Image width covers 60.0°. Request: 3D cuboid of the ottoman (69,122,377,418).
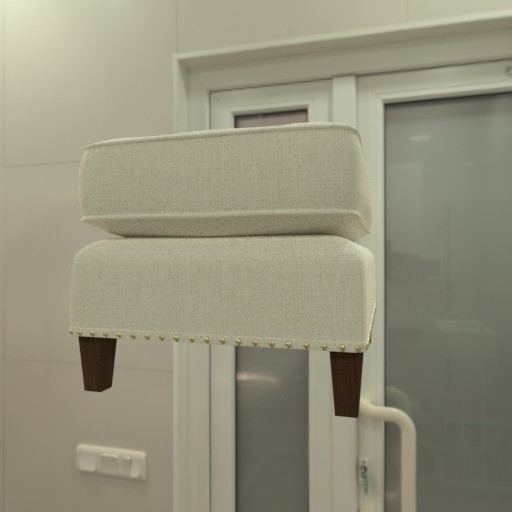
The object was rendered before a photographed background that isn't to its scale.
[{"bbox_3d":[0.000,0.000,1.141,0.589,0.537,0.738,0,0,16],"label":"ottoman"}]
